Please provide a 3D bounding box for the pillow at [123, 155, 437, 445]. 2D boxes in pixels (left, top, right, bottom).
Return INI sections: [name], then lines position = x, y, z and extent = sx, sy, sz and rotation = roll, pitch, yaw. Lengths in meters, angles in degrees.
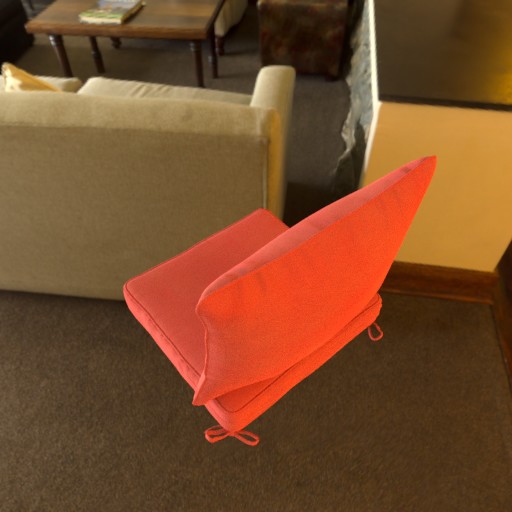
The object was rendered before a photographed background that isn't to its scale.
[pillow]
position = 0.000, 0.000, 1.394
extent = 0.798, 0.725, 0.733
rotation = -31, 54, -26
